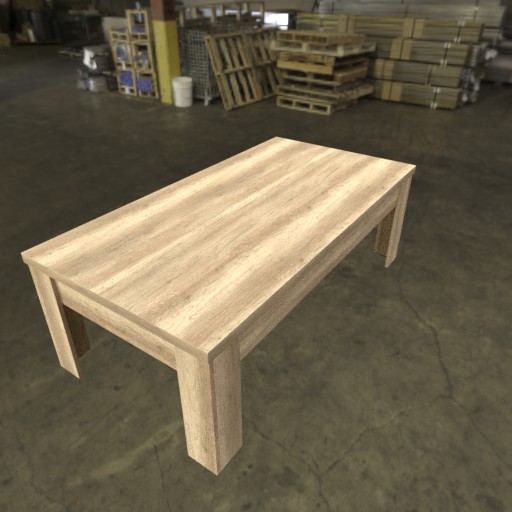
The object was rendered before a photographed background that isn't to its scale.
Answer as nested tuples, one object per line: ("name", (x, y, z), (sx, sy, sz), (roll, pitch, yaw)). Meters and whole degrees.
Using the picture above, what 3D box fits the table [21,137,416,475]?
("table", (0.000, 0.000, 1.690), (0.700, 0.460, 1.350), (20, 37, 29))
